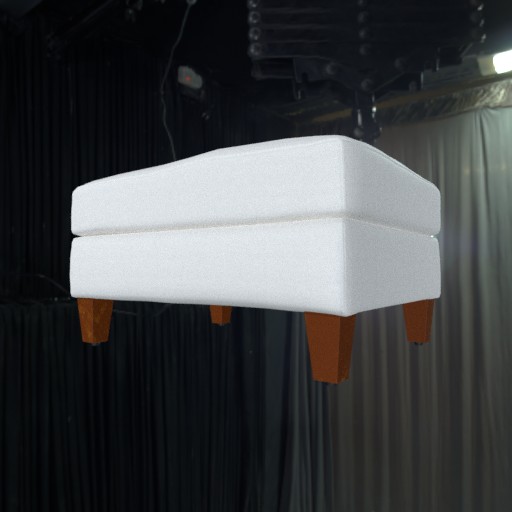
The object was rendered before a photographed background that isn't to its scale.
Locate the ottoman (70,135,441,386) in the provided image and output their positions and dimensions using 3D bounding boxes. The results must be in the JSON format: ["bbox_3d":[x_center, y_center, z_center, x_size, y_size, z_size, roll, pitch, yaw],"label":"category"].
[{"bbox_3d":[0.000,0.000,1.194,0.818,0.479,0.634,-1,-2,36],"label":"ottoman"}]
